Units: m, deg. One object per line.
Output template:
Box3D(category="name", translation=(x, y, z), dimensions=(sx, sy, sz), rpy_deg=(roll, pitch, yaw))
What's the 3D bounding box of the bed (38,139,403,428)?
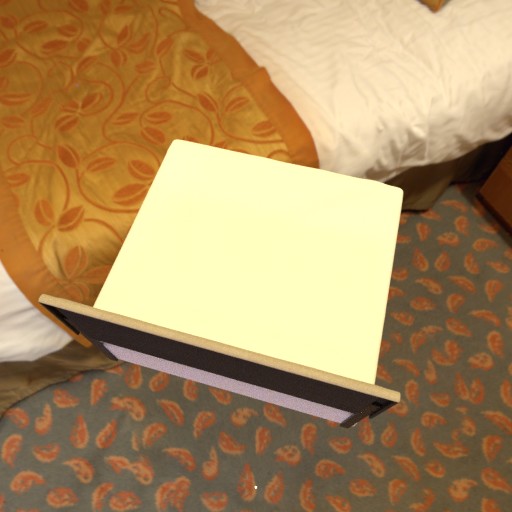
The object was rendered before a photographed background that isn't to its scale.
Box3D(category="bed", translation=(0.000, 0.000, 3.433), dimensions=(2.170, 1.346, 1.914), rpy_deg=(14, 63, 7))
